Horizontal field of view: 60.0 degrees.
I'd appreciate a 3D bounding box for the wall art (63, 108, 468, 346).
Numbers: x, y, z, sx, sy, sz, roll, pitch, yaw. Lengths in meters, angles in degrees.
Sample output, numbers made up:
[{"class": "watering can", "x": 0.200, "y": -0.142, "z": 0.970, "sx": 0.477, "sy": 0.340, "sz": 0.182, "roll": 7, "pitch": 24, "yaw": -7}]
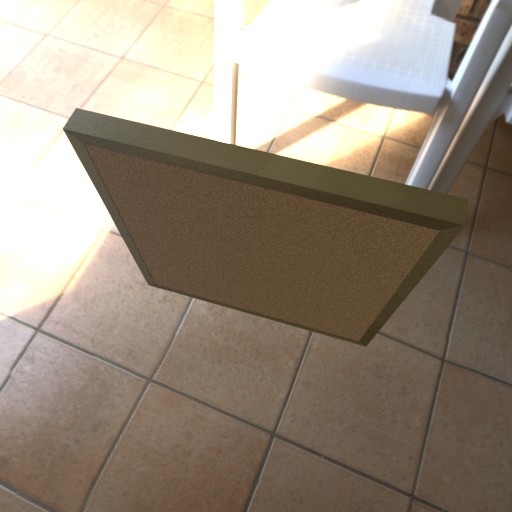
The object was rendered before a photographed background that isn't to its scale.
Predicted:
[{"class": "wall art", "x": 0.000, "y": 0.000, "z": 0.771, "sx": 0.507, "sy": 0.508, "sz": 0.038, "roll": 15, "pitch": 64, "yaw": 7}]
